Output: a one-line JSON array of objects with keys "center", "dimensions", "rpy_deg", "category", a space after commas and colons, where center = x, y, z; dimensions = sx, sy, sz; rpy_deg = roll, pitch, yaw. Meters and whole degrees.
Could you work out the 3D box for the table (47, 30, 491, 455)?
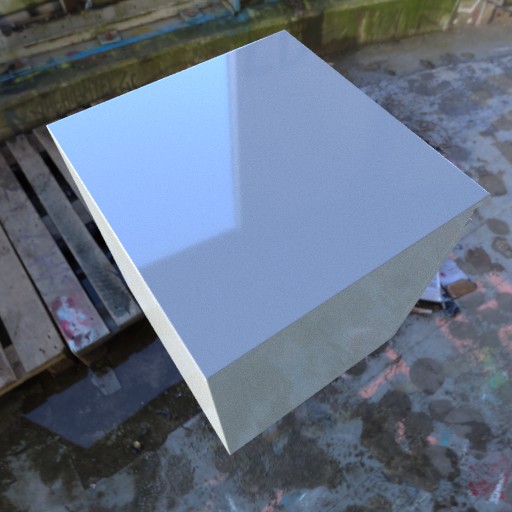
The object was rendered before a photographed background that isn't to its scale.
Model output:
[{"center": [0.000, 0.000, 0.765], "dimensions": [0.400, 0.470, 0.420], "rpy_deg": [-30, 62, -18], "category": "table"}]
